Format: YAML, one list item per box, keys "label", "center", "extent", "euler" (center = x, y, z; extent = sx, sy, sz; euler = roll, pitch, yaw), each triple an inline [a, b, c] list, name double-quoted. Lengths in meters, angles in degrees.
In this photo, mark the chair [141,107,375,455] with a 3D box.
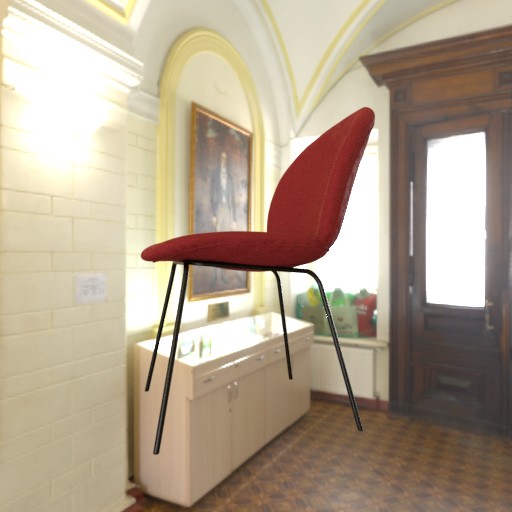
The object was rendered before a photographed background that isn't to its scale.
- label: "chair"
  center: [0.000, 0.000, 1.167]
  extent: [0.587, 0.791, 0.458]
  euler: [0, 0, -16]
